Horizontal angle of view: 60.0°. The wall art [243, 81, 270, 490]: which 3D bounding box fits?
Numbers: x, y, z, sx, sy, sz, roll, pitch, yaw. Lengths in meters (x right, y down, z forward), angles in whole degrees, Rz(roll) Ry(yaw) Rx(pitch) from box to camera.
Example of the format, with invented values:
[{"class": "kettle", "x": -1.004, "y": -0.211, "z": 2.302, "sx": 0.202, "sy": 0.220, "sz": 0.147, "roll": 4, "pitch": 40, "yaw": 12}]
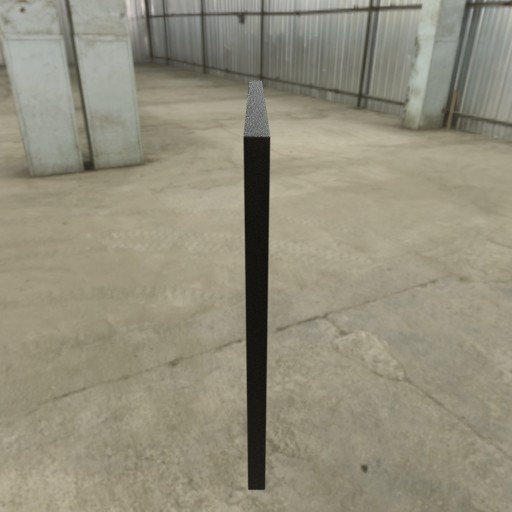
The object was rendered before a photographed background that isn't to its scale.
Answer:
[{"class": "wall art", "x": 0.000, "y": 0.000, "z": 1.128, "sx": 0.038, "sy": 0.761, "sz": 0.755, "roll": 0, "pitch": 27, "yaw": 0}]
